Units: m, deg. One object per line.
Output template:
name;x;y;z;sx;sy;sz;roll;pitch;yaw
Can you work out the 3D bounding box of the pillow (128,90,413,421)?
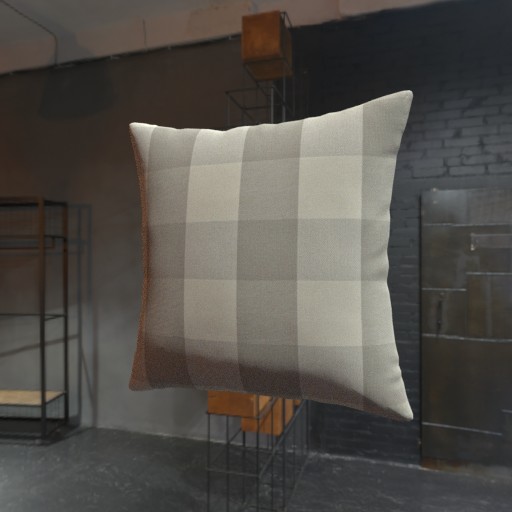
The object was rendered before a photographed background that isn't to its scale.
pillow;0.000;0.000;0.763;0.511;0.509;0.161;0;-1;19
